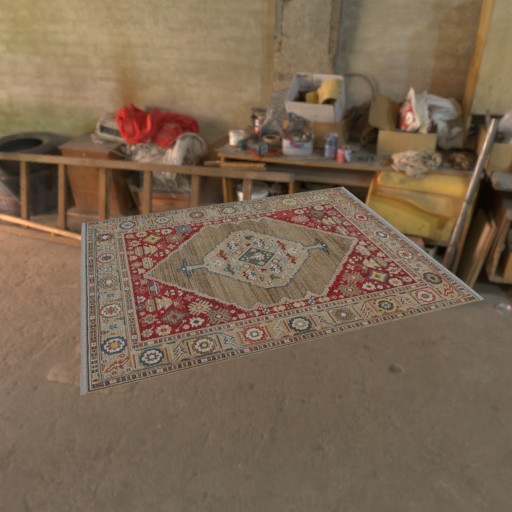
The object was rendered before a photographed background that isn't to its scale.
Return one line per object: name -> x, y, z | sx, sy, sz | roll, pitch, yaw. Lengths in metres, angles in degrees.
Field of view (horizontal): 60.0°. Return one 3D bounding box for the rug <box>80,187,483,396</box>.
rug -> 0.000, 0.000, 4.184 | 3.143, 0.008, 2.451 | -10, 33, -16
